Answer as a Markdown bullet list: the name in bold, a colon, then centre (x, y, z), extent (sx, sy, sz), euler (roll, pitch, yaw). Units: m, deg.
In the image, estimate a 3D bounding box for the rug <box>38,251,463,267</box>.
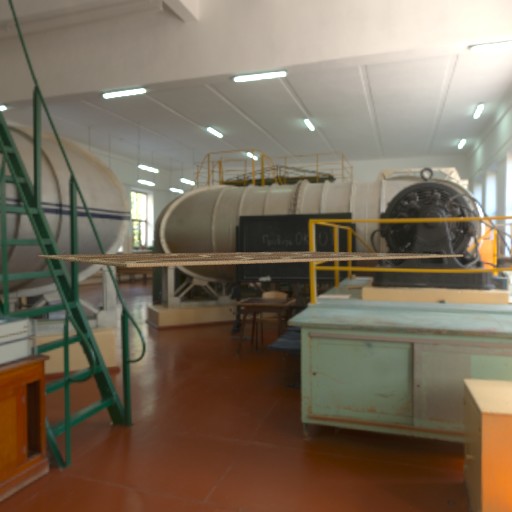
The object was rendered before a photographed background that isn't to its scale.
- **rug**: centre (0.000, 0.000, 2.837), extent (2.290, 0.014, 1.526), euler (-1, 2, -37)
